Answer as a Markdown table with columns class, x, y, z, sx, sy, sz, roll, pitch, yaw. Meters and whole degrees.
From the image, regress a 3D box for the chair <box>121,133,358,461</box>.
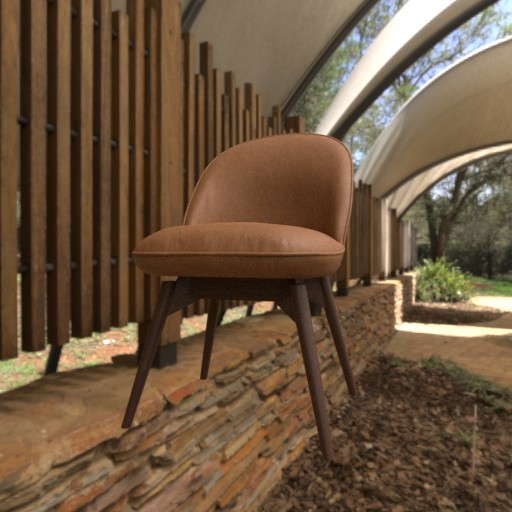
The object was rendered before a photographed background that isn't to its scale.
| class | x | y | z | sx | sy | sz | roll | pitch | yaw |
| --- | --- | --- | --- | --- | --- | --- | --- | --- | --- |
| chair | 0.000 | 0.000 | 1.236 | 0.521 | 0.831 | 0.631 | 0 | 1 | 19 |
